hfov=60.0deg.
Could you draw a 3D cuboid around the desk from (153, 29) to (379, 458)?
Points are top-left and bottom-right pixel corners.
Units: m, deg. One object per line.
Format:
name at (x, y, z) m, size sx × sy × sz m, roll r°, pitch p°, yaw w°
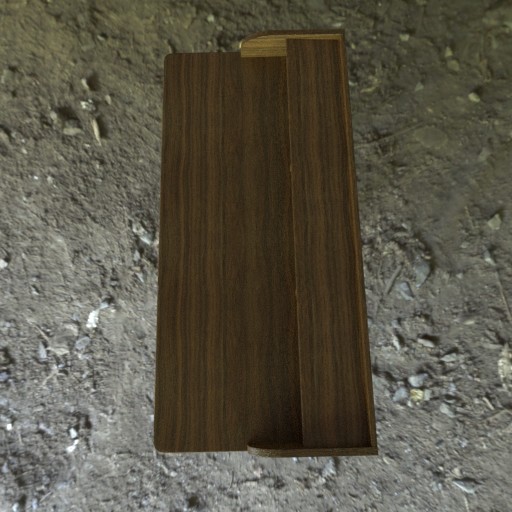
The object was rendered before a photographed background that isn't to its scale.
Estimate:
desk at (0.000, 0.000, 1.615) m, size 0.565 × 0.854 × 1.200 m, roll -1°, pitch 77°, yaw 0°
